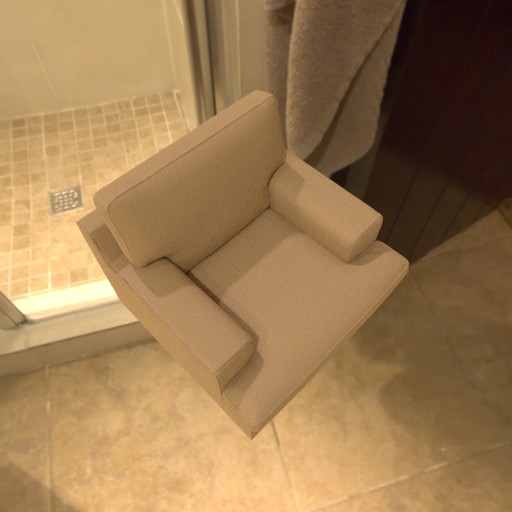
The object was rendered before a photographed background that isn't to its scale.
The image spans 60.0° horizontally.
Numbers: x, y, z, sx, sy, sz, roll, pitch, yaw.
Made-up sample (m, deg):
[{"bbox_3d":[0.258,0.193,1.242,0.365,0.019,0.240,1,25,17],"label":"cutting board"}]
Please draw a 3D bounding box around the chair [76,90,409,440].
[{"bbox_3d":[0.000,0.000,2.209,1.274,1.005,1.293,32,63,19],"label":"chair"}]
